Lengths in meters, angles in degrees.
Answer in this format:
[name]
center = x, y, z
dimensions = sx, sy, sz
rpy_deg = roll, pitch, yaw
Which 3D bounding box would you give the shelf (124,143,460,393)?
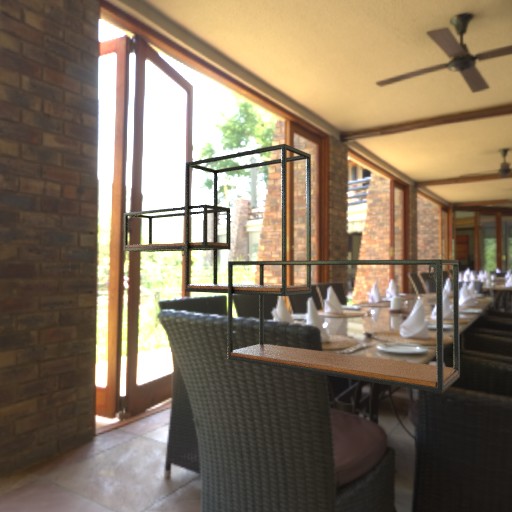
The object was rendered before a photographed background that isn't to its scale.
[shelf]
center = 0.000, 0.000, 2.164
dimensions = 1.781, 0.972, 0.275
rpy_deg = -1, -2, 36
